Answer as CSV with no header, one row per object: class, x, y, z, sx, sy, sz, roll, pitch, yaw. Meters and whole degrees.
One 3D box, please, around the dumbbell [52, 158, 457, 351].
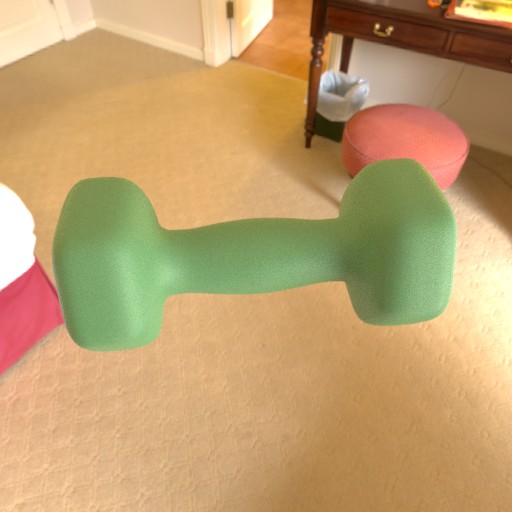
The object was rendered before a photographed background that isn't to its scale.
dumbbell,0.000,0.000,0.314,0.257,0.114,0.126,-4,48,-4
